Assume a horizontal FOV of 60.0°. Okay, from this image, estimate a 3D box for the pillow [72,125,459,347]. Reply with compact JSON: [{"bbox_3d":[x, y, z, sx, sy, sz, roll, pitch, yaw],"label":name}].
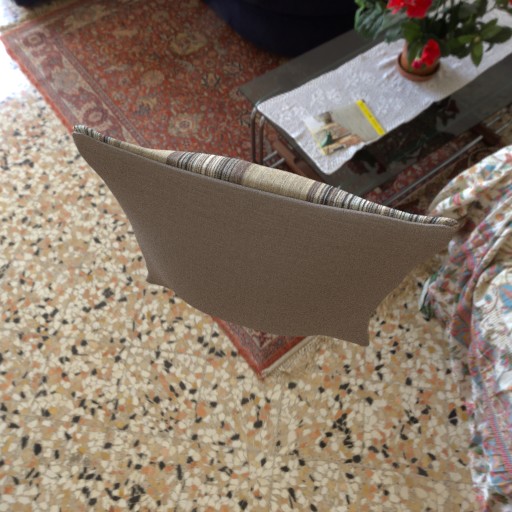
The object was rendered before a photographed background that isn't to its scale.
[{"bbox_3d":[0.000,0.000,0.655,0.435,0.416,0.189,15,64,8],"label":"pillow"}]
